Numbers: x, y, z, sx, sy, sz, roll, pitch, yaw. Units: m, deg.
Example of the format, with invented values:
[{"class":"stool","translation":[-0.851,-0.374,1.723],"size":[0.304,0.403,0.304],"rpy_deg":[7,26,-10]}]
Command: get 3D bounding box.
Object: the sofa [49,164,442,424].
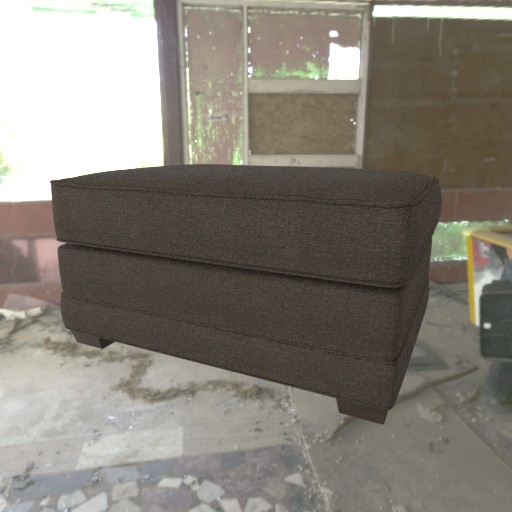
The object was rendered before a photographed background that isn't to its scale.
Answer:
[{"class":"sofa","translation":[0.000,0.000,1.175],"size":[0.854,0.457,0.578],"rpy_deg":[7,16,25]}]
